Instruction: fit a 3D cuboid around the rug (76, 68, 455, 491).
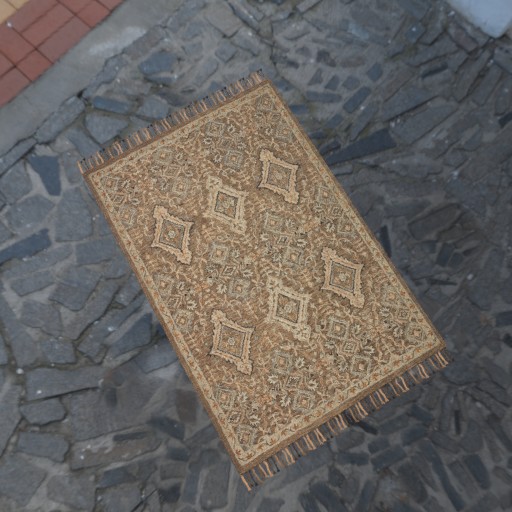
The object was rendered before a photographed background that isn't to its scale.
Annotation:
[{"bbox_3d":[0.000,0.000,2.957,1.516,0.010,2.434,-29,78,-7],"label":"rug"}]
